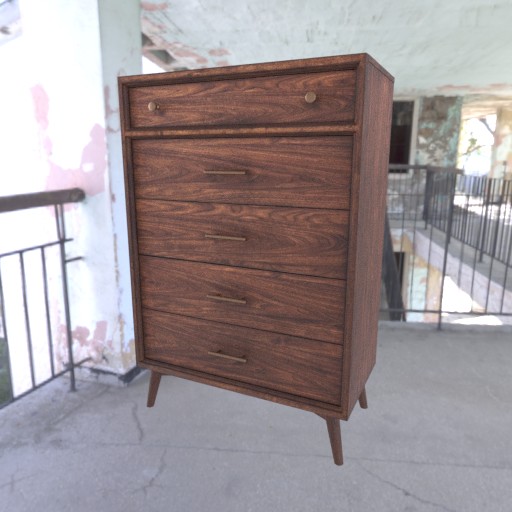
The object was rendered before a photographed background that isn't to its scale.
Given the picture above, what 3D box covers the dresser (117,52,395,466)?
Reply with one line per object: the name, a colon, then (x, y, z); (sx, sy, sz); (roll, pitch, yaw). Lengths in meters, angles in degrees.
dresser: (0.000, 0.000, 1.799); (0.919, 1.365, 0.498); (6, 14, 25)
